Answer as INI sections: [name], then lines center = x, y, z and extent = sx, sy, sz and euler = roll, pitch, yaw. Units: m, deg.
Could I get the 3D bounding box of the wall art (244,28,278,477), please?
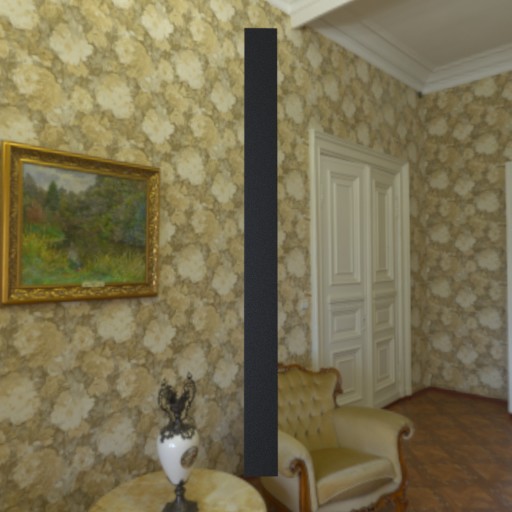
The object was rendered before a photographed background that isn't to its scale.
[wall art]
center = 0.000, 0.000, 0.755
extent = 0.038, 0.508, 0.508
euler = 0, -2, -1
